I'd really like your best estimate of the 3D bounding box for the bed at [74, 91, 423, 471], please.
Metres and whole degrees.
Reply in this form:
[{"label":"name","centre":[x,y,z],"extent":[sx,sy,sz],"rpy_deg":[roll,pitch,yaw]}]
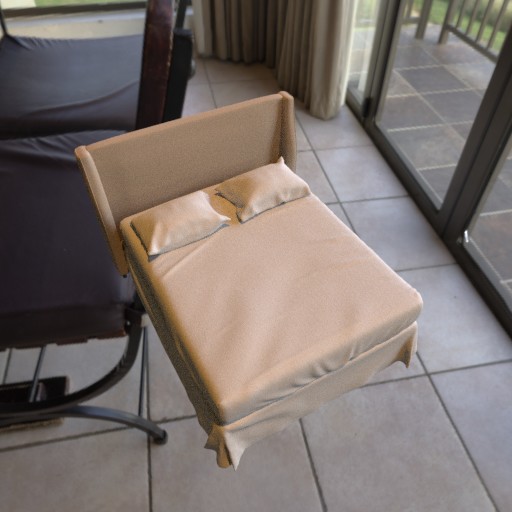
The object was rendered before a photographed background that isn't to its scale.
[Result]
[{"label":"bed","centre":[0.000,0.000,3.470],"extent":[1.925,1.332,2.276],"rpy_deg":[-22,50,-20]}]
